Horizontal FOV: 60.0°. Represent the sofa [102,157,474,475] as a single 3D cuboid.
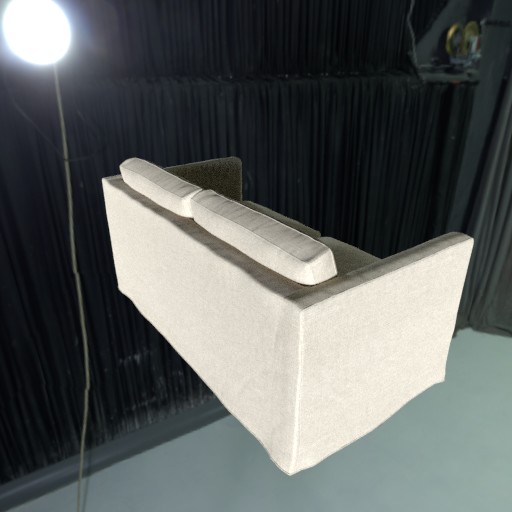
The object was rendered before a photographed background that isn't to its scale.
[{"bbox_3d":[0.000,0.000,2.268,0.956,0.828,1.766,-17,31,-32],"label":"sofa"}]
